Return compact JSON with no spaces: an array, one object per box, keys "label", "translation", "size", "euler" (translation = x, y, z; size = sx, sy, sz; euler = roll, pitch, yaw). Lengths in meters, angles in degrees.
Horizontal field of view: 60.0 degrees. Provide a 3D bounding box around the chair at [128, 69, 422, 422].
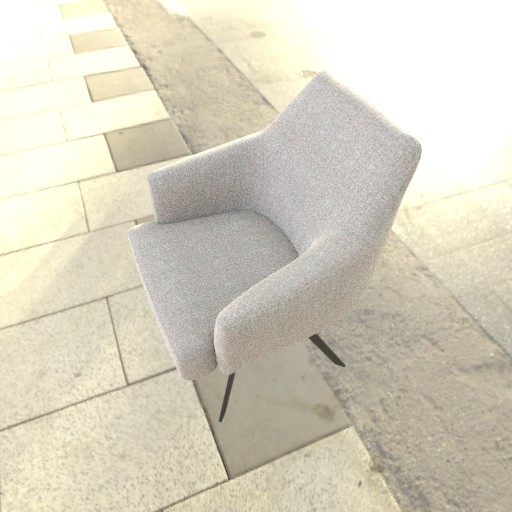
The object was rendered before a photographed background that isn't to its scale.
[{"label":"chair","translation":[0.000,0.000,1.339],"size":[0.677,0.874,0.642],"euler":[-19,49,-17]}]
